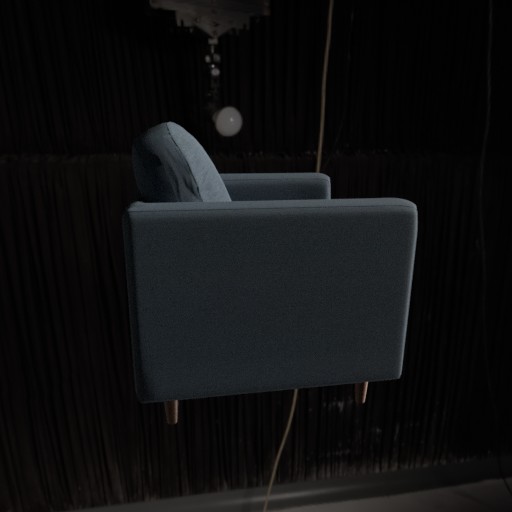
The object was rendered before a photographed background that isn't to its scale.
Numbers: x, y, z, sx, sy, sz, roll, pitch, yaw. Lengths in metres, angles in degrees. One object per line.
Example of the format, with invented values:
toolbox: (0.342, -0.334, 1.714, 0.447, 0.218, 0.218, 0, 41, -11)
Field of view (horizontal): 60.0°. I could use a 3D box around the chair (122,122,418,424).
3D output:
chair: (0.000, 0.000, 1.595, 0.820, 0.922, 0.855, -3, 16, -10)
